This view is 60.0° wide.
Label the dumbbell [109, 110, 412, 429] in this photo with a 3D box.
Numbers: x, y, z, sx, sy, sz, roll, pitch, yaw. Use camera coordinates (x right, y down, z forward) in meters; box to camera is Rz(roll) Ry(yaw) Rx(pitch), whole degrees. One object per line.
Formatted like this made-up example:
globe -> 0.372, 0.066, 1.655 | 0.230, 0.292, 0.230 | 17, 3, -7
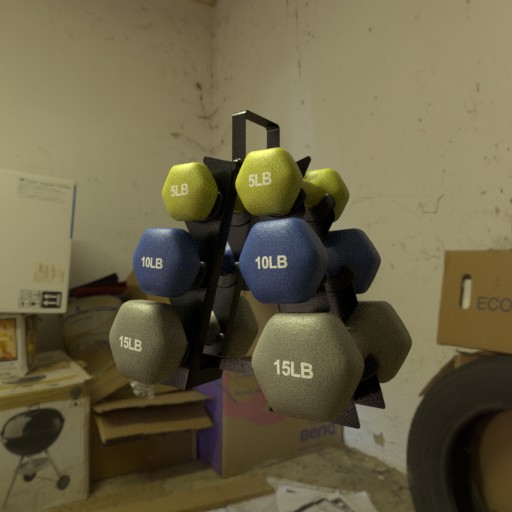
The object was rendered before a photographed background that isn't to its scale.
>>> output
dumbbell -> 0.000, 0.000, 0.687 | 0.416, 0.426, 0.261 | -1, -1, 35
